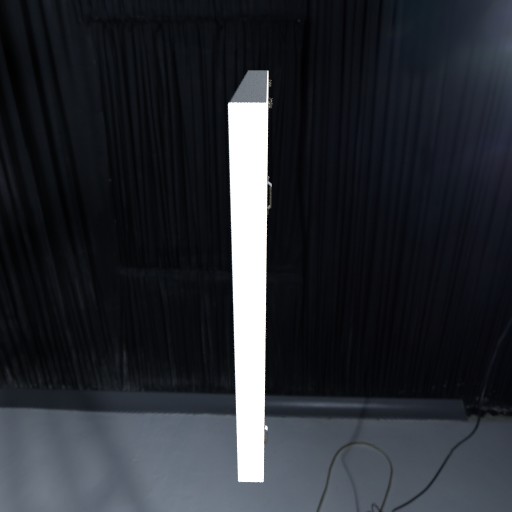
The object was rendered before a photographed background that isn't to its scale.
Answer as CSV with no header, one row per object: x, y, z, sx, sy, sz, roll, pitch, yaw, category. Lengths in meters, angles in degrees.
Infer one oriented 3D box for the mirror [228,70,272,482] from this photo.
0.000,0.000,0.692,0.041,0.509,0.406,1,26,1,mirror
